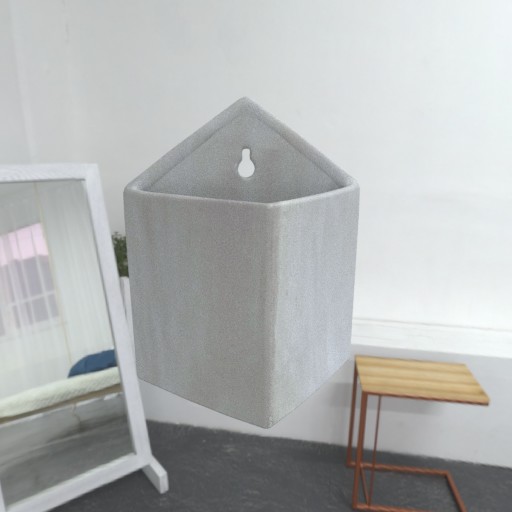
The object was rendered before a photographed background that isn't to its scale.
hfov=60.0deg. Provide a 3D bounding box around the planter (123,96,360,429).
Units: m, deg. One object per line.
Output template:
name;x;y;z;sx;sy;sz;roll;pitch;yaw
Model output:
planter;0.000;0.000;0.277;0.163;0.194;0.080;-3;16;-10
